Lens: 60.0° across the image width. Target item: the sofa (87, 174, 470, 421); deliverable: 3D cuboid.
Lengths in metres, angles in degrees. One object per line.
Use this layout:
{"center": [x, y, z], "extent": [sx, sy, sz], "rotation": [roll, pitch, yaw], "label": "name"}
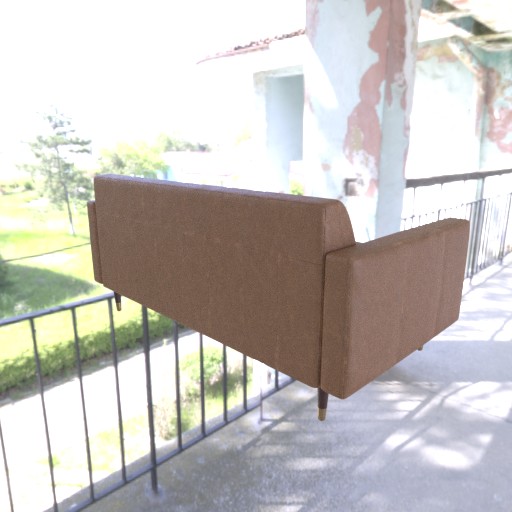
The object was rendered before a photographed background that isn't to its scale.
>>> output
{"center": [0.000, 0.000, 2.350], "extent": [0.993, 0.821, 1.847], "rotation": [-14, 21, -43], "label": "sofa"}
